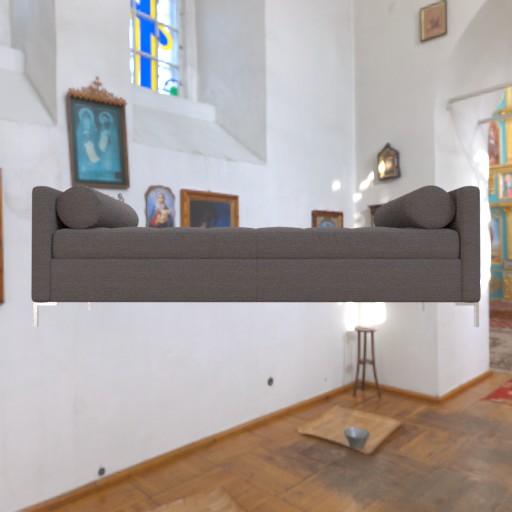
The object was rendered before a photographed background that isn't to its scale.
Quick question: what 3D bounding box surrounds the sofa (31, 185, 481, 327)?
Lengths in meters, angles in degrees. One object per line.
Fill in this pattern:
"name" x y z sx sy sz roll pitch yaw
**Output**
"sofa" 0.000 0.000 2.284 1.981 0.635 0.686 0 -1 0
